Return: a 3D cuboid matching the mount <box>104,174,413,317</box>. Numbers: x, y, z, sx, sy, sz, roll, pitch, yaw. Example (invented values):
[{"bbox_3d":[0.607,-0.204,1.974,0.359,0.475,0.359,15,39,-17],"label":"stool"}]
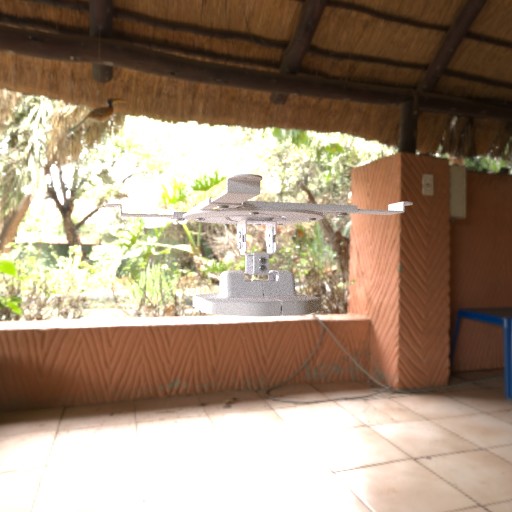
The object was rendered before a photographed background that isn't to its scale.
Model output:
[{"bbox_3d":[0.000,0.000,0.603,0.394,0.141,0.394,0,-1,-18],"label":"mount"}]
